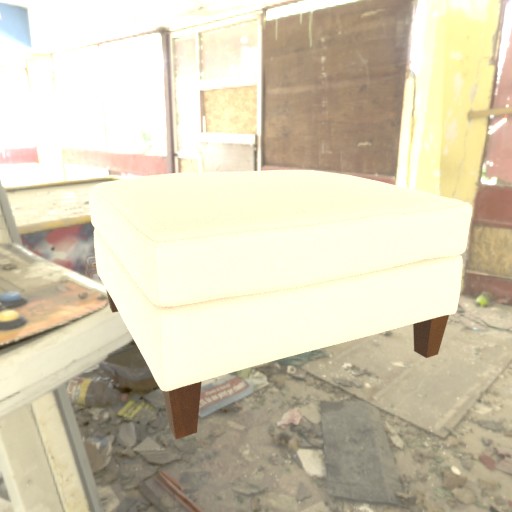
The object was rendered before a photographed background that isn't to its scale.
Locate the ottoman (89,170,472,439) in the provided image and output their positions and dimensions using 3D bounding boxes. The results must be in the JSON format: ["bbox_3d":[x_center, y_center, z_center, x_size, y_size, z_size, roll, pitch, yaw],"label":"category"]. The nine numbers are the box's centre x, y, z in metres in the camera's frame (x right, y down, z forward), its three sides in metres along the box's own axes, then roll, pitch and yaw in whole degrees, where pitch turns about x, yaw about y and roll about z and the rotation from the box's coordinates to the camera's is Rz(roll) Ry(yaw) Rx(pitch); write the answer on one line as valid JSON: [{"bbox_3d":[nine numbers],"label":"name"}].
[{"bbox_3d":[0.000,0.000,1.339,0.838,0.479,0.838,-8,19,-26],"label":"ottoman"}]
